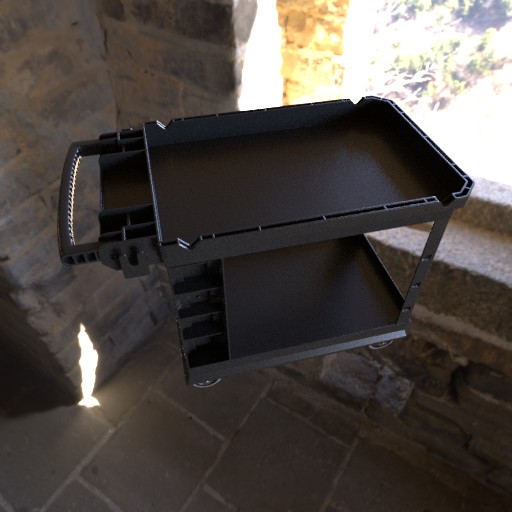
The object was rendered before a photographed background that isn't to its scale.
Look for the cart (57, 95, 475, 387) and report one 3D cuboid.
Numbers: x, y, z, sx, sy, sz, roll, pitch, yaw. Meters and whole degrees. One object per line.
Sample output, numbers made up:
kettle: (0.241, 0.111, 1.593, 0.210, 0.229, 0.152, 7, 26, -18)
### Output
cart: (0.000, 0.000, 1.748, 1.239, 0.884, 0.674, -10, 46, -10)
